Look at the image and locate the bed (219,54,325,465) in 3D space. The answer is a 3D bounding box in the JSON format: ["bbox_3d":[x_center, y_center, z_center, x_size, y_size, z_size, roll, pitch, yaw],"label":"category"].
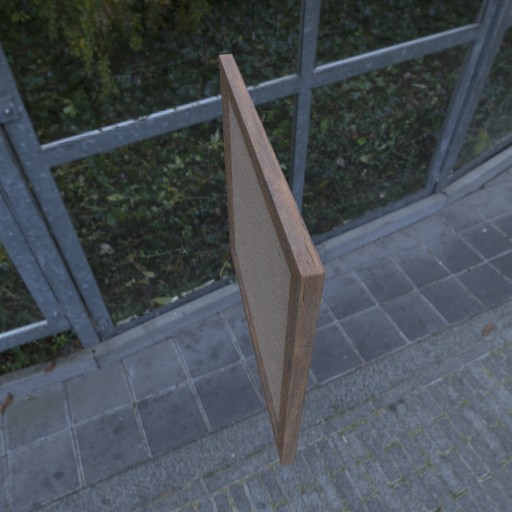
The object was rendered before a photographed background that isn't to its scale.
[{"bbox_3d":[0.000,0.000,1.503,0.046,0.942,1.046,-8,46,-8],"label":"bed"}]
